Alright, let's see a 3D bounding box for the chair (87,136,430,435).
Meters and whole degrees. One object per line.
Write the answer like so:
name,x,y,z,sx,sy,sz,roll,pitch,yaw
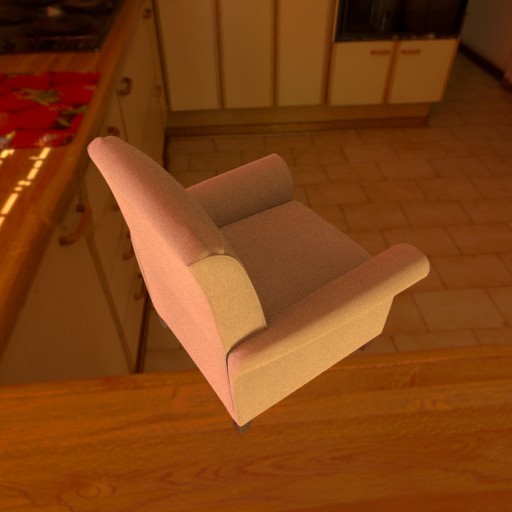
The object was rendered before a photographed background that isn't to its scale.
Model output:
chair,0.000,0.000,1.774,0.905,1.061,0.978,-25,48,-26
